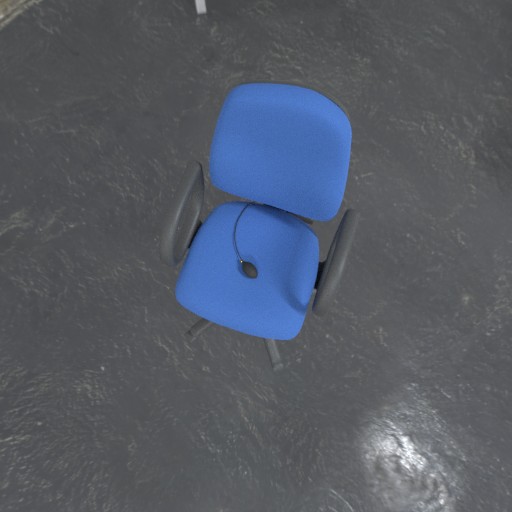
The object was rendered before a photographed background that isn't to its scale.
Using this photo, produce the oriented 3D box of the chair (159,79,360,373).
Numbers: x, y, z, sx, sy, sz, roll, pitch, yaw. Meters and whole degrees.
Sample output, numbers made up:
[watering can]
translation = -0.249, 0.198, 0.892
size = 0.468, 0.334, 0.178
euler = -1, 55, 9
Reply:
[chair]
translation = 0.000, 0.000, 1.256
size = 0.552, 0.905, 0.549
euler = 18, 75, 5
